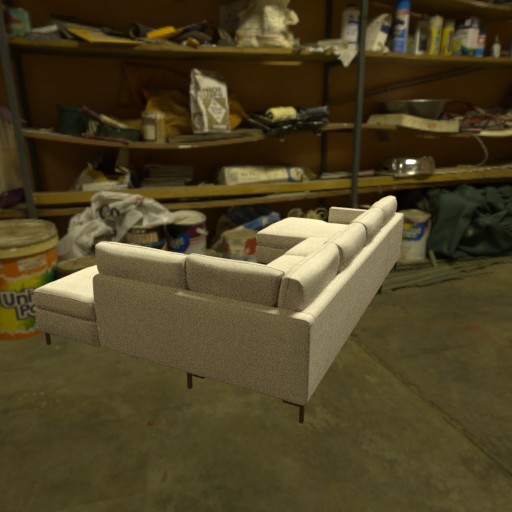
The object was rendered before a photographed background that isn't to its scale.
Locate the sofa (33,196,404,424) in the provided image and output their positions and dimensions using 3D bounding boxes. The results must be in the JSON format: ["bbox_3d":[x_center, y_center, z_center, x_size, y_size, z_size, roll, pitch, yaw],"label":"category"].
[{"bbox_3d":[0.000,0.000,3.597,1.879,0.756,2.737,8,19,25],"label":"sofa"}]
